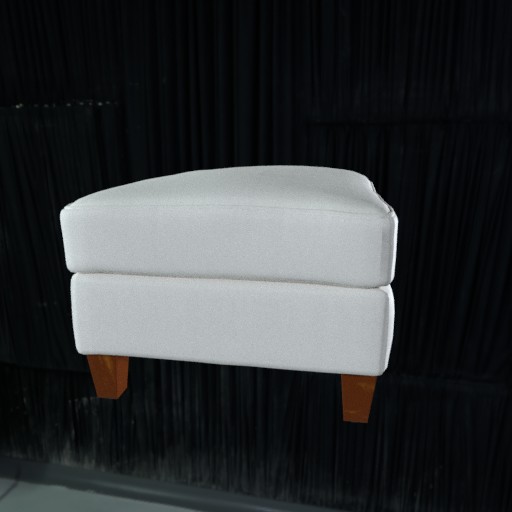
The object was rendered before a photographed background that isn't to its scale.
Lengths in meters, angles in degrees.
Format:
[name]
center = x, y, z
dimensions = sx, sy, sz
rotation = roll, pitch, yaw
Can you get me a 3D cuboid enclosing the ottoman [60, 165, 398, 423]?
[ottoman]
center = 0.000, 0.000, 1.195
dimensions = 0.634, 0.479, 0.818
rotation = 2, 15, 9
